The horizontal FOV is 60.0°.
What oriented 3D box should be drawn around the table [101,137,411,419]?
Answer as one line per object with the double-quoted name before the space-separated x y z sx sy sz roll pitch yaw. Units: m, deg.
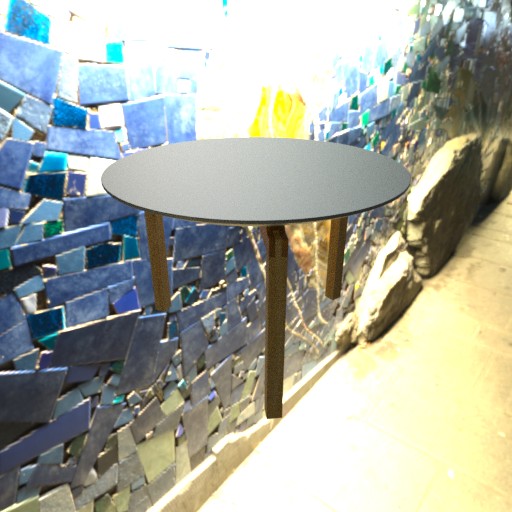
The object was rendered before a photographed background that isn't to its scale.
"table" 0.000 0.000 0.988 0.600 0.405 0.600 0 26 0
